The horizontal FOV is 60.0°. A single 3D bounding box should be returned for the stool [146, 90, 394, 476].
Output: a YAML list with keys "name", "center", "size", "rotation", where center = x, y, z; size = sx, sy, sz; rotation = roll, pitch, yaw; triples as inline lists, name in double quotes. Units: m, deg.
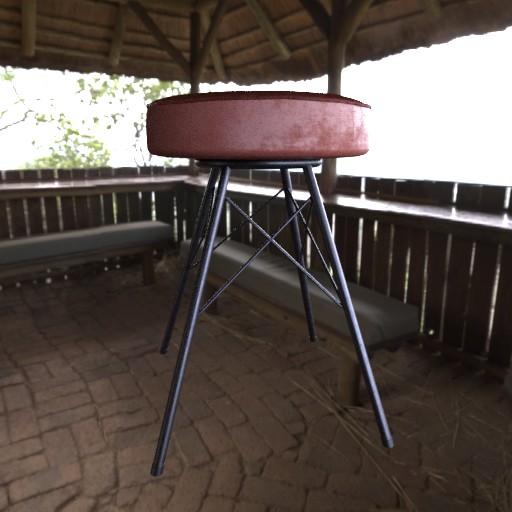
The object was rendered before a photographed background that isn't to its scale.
- name: "stool"
  center: [0.000, 0.000, 0.884]
  size: [0.421, 0.593, 0.457]
  rotation: [-2, 14, -10]
